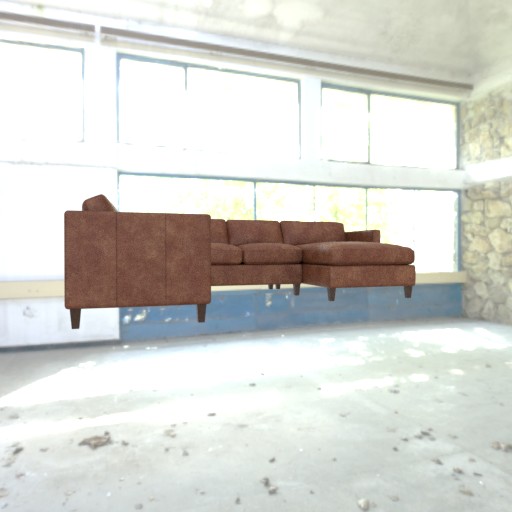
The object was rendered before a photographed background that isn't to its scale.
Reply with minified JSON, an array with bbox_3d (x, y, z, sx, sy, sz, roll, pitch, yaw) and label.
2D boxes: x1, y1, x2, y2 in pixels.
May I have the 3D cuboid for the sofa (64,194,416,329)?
[{"bbox_3d":[0.000,0.000,4.424,3.324,0.888,2.452,0,1,-19],"label":"sofa"}]
